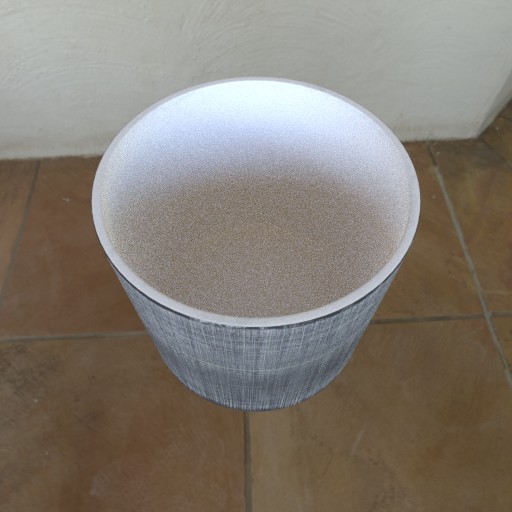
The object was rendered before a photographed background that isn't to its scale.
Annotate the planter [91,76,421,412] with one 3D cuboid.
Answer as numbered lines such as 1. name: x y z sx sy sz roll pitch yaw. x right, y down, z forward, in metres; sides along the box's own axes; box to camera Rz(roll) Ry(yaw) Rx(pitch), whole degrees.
1. planter: 0.000 0.000 0.387 0.221 0.201 0.221 0 58 0
